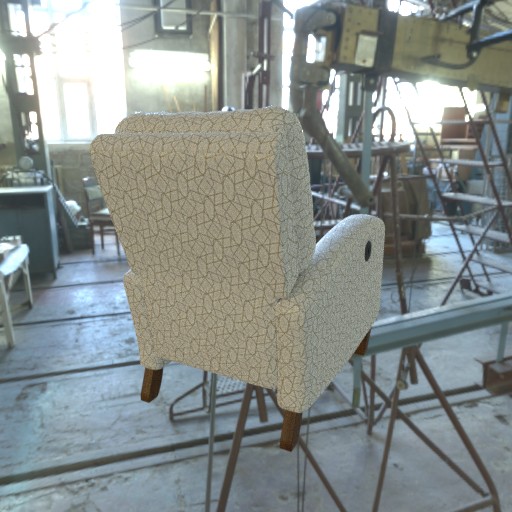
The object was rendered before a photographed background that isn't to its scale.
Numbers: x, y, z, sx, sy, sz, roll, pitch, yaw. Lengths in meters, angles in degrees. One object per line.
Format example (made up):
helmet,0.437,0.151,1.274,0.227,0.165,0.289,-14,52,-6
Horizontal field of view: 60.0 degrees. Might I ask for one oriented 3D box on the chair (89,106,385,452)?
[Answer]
chair,0.000,0.000,1.739,0.796,1.064,0.995,8,17,27
